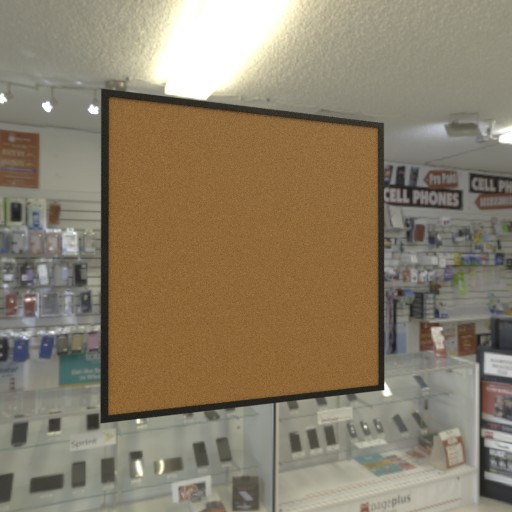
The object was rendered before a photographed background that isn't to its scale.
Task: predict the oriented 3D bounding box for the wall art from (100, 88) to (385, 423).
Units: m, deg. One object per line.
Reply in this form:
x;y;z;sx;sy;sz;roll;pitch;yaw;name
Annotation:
0.000;0.000;1.154;0.763;0.763;0.039;0;0;-20;wall art
